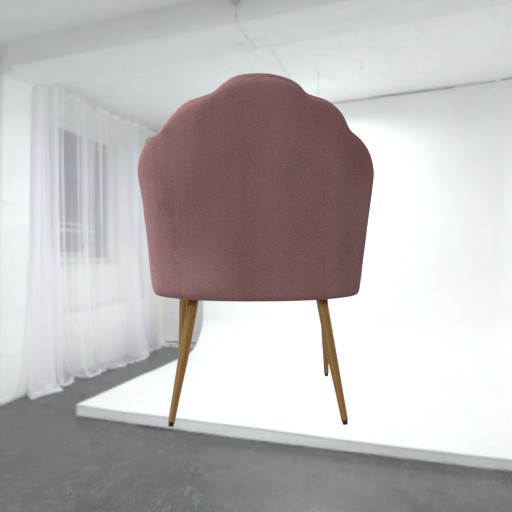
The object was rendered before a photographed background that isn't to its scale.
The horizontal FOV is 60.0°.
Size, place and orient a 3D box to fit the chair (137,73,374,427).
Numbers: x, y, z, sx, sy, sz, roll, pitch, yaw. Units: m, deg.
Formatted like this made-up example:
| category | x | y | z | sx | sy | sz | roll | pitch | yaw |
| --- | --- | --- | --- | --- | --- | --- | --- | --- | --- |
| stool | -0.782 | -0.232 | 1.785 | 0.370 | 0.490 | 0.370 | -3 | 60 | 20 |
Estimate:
| category | x | y | z | sx | sy | sz | roll | pitch | yaw |
| --- | --- | --- | --- | --- | --- | --- | --- | --- | --- |
| chair | 0.000 | 0.000 | 1.280 | 0.657 | 0.819 | 0.599 | 0 | 0 | -2 |
